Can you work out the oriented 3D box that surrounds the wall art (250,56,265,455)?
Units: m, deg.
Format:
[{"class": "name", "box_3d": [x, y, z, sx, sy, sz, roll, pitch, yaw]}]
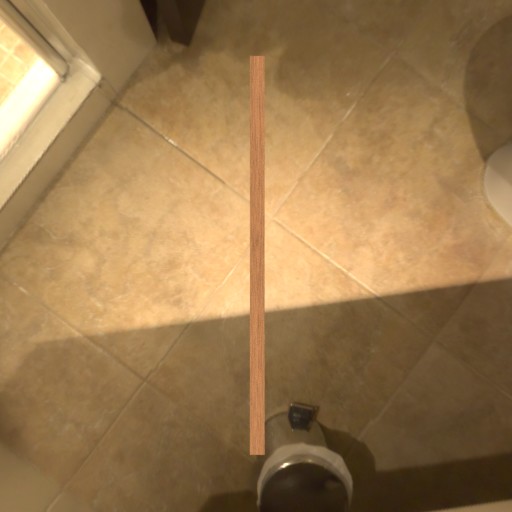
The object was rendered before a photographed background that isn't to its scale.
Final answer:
[{"class": "wall art", "box_3d": [0.000, 0.000, 1.352, 0.028, 1.016, 0.765, 0, 90, 0]}]
